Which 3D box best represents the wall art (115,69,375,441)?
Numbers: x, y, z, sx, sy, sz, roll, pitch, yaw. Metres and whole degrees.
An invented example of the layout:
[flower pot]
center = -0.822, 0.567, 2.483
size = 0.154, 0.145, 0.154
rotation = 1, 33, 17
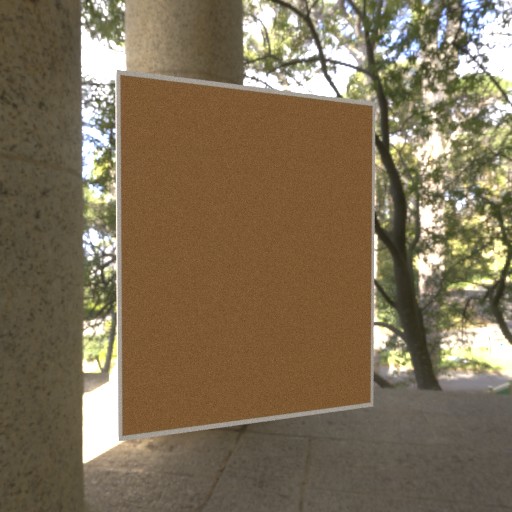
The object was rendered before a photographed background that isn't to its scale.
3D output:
[wall art]
center = 0.000, 0.000, 0.739
size = 0.443, 0.549, 0.030
rotation = 0, 1, -19
